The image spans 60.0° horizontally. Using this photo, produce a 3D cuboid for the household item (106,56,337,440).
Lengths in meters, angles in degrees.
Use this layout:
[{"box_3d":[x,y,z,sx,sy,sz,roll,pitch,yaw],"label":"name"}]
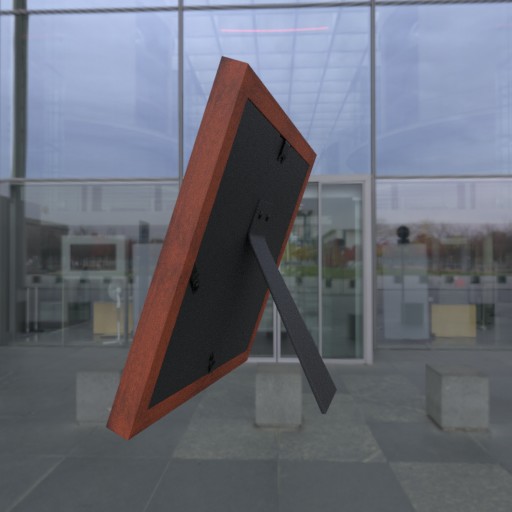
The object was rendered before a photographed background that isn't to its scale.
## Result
[{"box_3d":[0.000,0.000,0.386,0.131,0.240,0.240,0,-1,18],"label":"household item"}]
